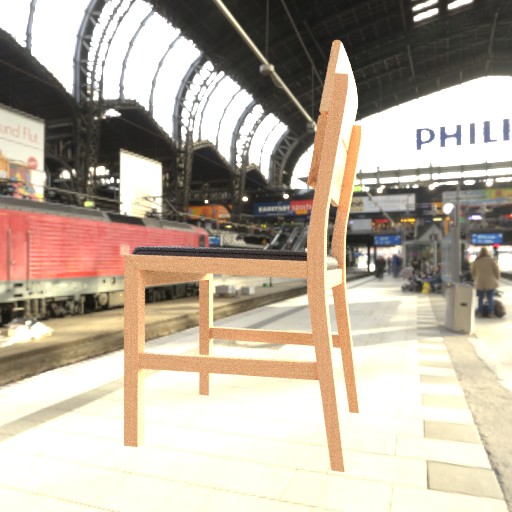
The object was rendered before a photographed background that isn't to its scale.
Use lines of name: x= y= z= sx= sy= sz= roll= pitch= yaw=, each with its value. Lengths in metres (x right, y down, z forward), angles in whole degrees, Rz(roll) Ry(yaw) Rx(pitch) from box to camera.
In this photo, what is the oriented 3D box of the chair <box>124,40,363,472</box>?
chair: x=0.000 y=0.000 z=1.253 sx=0.560 sy=0.950 sz=0.475 roll=0 pitch=-1 yaw=18
